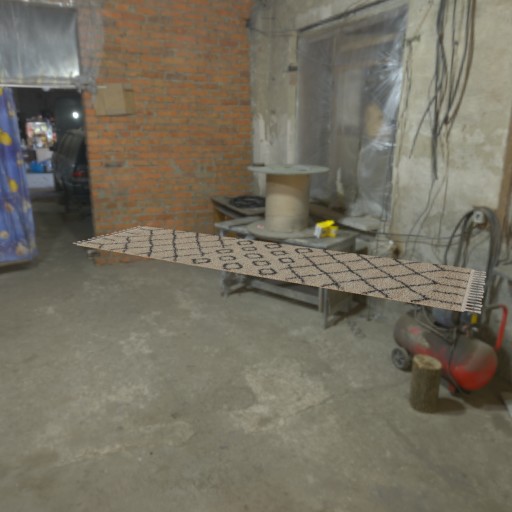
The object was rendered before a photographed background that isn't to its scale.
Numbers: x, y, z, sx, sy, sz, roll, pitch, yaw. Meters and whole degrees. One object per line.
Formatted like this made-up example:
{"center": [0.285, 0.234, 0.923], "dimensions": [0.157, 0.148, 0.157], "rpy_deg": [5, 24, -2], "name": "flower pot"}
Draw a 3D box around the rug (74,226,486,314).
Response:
{"center": [0.000, 0.000, 2.663], "dimensions": [2.464, 0.005, 0.660], "rpy_deg": [8, 18, 27], "name": "rug"}
